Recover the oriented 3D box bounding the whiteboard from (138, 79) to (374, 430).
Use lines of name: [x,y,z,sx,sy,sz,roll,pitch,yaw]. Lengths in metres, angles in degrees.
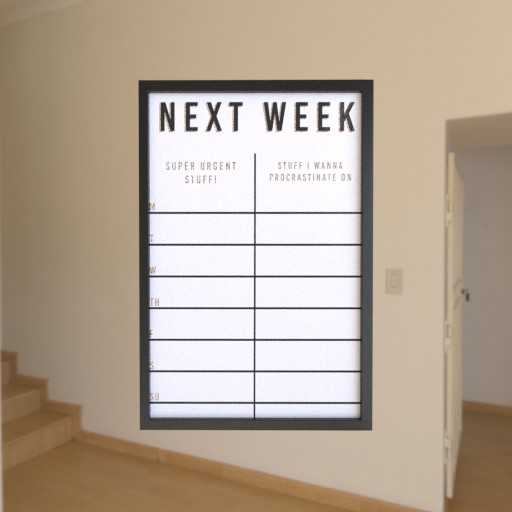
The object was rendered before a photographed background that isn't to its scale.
whiteboard: [0.000,0.000,0.782,0.406,0.611,0.026,0,1,0]
